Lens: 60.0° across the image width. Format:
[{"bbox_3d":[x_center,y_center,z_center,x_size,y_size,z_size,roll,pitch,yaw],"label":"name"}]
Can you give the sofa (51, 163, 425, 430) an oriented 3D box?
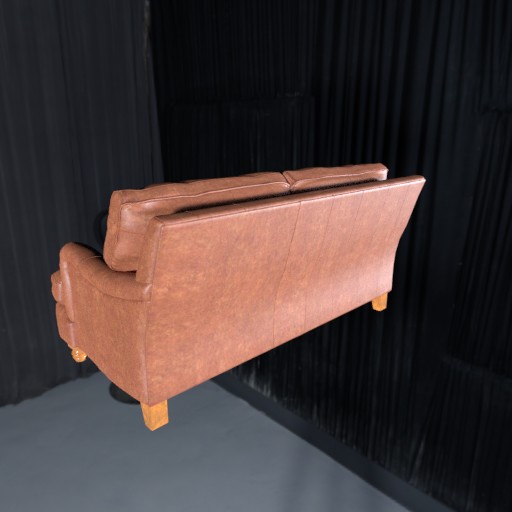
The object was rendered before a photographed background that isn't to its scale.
[{"bbox_3d":[0.000,0.000,2.762,2.144,1.071,1.147,-15,22,-42],"label":"sofa"}]
